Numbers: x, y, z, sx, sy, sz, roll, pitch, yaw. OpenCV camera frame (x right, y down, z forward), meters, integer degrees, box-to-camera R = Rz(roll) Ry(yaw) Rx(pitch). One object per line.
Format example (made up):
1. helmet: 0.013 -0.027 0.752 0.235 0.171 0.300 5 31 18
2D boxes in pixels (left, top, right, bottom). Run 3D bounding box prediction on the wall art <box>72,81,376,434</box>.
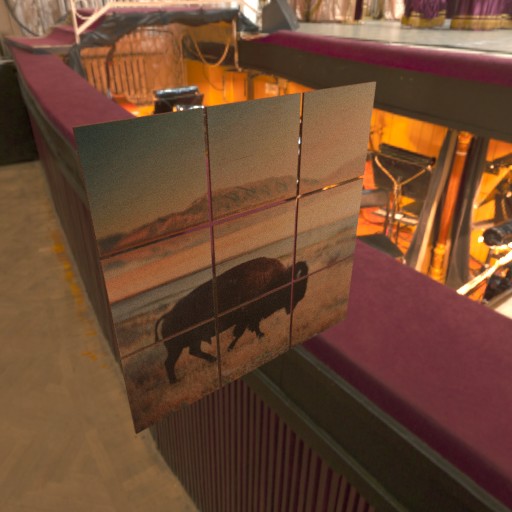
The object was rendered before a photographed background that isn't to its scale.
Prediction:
1. wall art: 0.000 0.000 2.259 1.533 1.532 0.019 -21 36 -32
